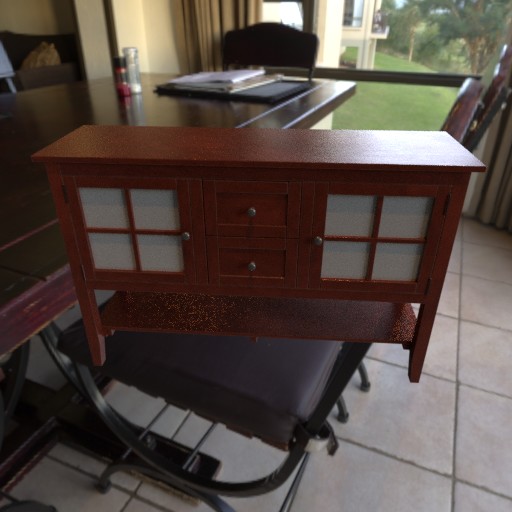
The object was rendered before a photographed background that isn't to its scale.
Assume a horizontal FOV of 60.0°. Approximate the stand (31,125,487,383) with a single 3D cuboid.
[{"bbox_3d":[0.000,0.000,1.702,1.362,0.872,0.410,2,30,4],"label":"stand"}]
